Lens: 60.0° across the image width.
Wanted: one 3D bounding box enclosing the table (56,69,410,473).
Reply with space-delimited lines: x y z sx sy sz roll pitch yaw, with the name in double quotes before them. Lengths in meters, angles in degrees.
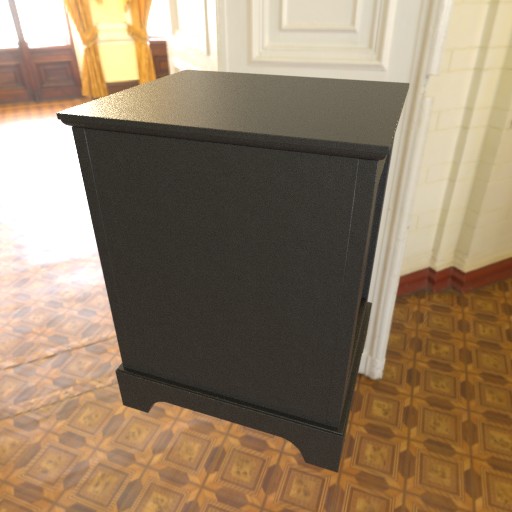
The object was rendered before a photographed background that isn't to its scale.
"table" 0.000 0.000 0.879 0.460 0.610 0.399 10 33 17
